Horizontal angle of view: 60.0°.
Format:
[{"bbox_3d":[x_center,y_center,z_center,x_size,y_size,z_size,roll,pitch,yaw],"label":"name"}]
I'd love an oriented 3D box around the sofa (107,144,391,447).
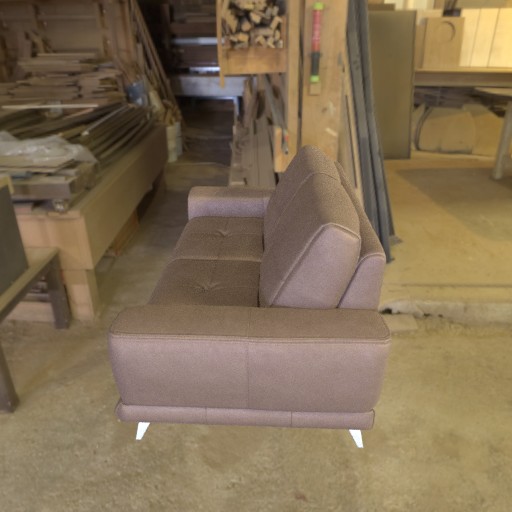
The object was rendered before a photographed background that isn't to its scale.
[{"bbox_3d":[0.000,0.000,2.342,1.018,0.907,1.806,1,26,2],"label":"sofa"}]
